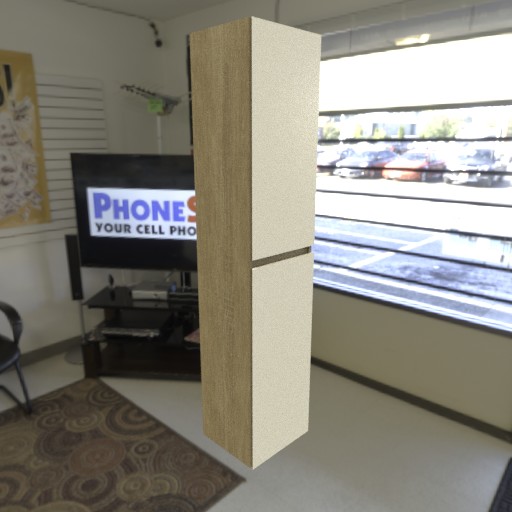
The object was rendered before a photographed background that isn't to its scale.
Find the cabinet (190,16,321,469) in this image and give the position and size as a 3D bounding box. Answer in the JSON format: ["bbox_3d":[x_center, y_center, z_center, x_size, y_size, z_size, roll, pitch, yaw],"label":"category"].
[{"bbox_3d":[0.000,0.000,1.529,0.300,1.400,0.270,-14,20,-43],"label":"cabinet"}]
